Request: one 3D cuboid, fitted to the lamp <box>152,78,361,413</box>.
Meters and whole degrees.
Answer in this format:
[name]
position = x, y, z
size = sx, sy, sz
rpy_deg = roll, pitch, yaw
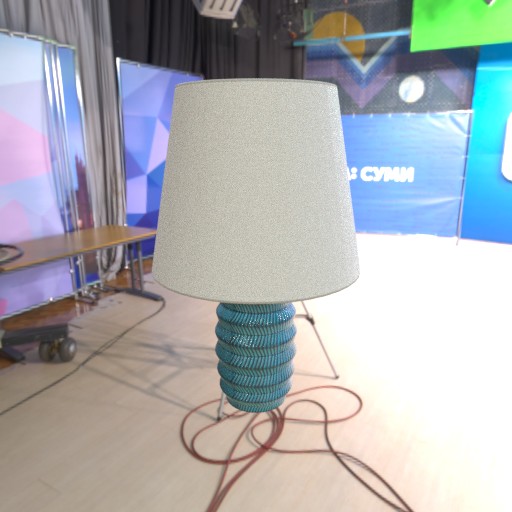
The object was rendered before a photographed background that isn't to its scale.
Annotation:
[lamp]
position = 0.000, 0.000, 0.549
size = 0.254, 0.392, 0.254
rpy_deg = 0, 16, 0
